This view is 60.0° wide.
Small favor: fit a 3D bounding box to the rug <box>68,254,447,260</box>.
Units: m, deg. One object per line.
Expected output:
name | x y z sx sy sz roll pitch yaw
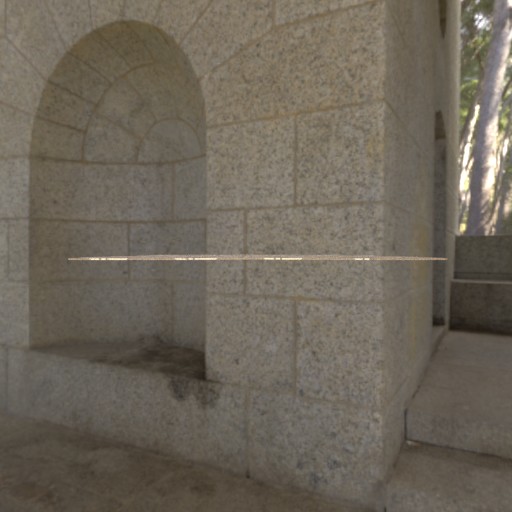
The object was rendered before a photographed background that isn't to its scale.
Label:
rug | 0.000 0.000 2.184 1.142 0.010 1.748 0 0 -1
